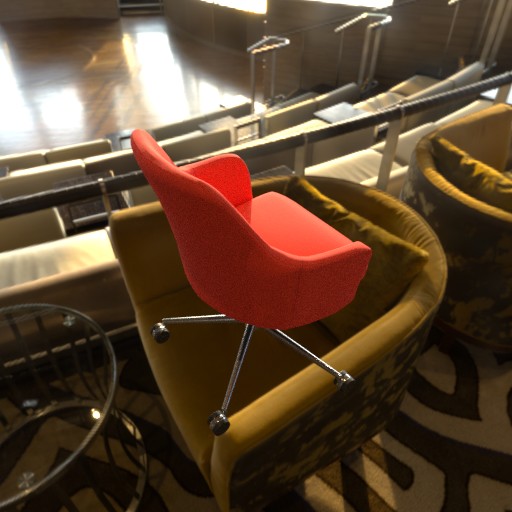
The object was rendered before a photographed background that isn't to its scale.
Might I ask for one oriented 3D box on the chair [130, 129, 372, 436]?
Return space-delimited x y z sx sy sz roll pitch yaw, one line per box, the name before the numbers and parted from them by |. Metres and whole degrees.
chair | 0.000 0.000 1.285 0.600 0.820 0.655 -26 47 -26
